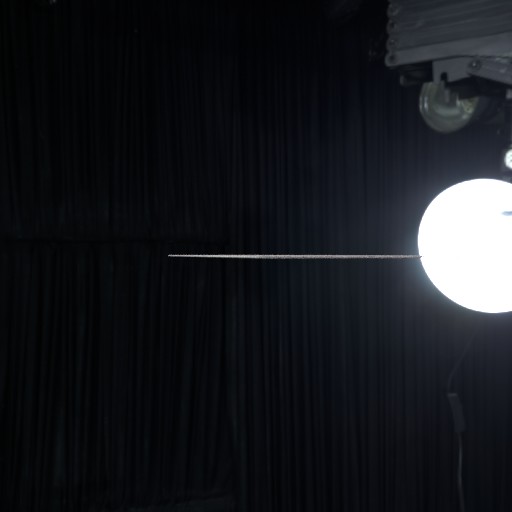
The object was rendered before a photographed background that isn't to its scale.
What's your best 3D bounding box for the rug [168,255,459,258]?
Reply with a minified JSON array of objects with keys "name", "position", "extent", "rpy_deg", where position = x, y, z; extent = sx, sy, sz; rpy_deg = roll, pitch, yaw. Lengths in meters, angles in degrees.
[{"name":"rug","position":[0.000,0.000,2.638],"extent":[0.766,0.008,2.432],"rpy_deg":[0,0,-18]}]
